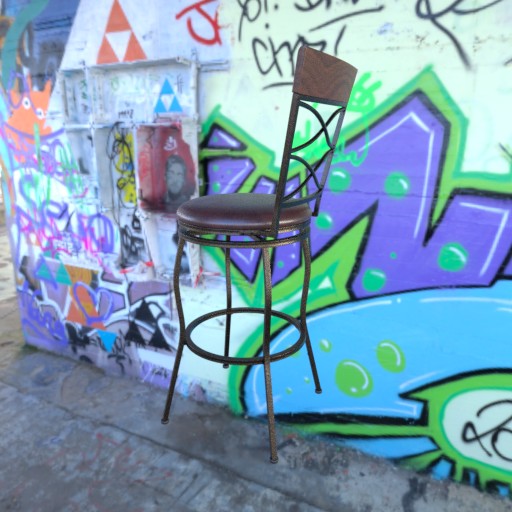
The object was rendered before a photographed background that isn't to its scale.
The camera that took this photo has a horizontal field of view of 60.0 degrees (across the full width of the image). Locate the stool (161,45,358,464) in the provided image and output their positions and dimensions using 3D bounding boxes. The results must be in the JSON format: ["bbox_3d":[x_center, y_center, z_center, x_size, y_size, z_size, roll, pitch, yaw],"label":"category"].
[{"bbox_3d":[0.000,0.000,1.415,0.513,1.130,0.448,8,18,26],"label":"stool"}]
